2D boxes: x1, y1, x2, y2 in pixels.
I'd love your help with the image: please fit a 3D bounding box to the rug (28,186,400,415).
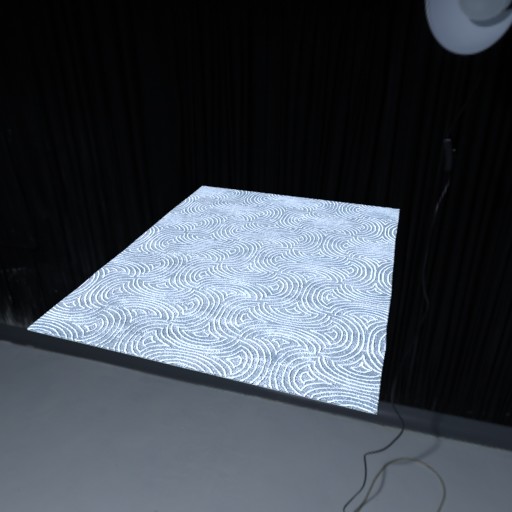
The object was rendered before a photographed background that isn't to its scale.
[{"bbox_3d":[0.000,0.000,4.091,2.456,0.021,3.042,9,31,16],"label":"rug"}]
